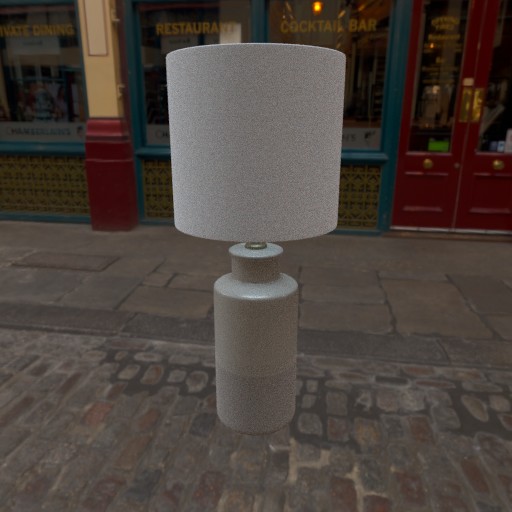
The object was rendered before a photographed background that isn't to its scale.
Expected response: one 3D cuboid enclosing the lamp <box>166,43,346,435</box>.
[{"bbox_3d":[0.000,0.000,0.601,0.212,0.493,0.212,2,17,8],"label":"lamp"}]
